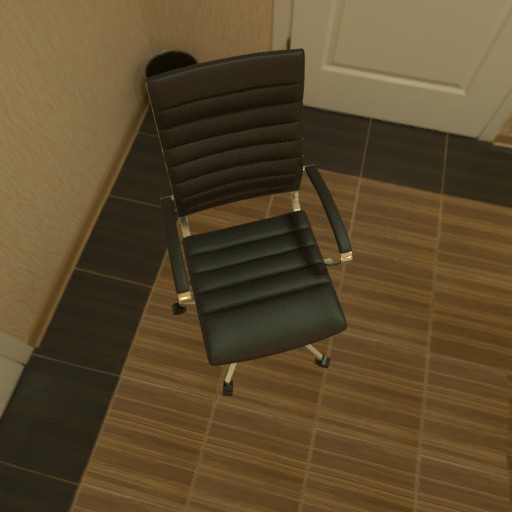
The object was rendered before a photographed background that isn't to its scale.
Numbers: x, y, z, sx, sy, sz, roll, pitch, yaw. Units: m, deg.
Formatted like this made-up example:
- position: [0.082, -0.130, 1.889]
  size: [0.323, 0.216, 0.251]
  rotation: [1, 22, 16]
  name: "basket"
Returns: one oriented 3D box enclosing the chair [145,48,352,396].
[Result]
- position: [0.000, 0.000, 1.577]
  size: [0.766, 1.149, 0.739]
  rotation: [-14, 66, -6]
  name: "chair"
